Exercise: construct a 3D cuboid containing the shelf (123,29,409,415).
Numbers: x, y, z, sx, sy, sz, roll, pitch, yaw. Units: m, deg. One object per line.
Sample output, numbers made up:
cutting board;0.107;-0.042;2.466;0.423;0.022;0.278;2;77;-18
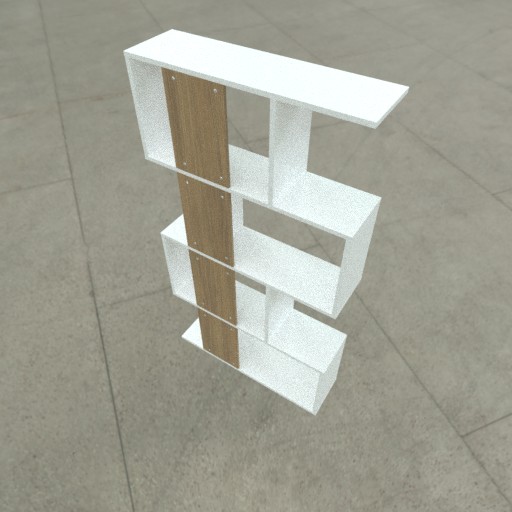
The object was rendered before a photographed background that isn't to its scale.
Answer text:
shelf;0.000;0.000;1.957;0.890;1.650;0.250;24;50;23
